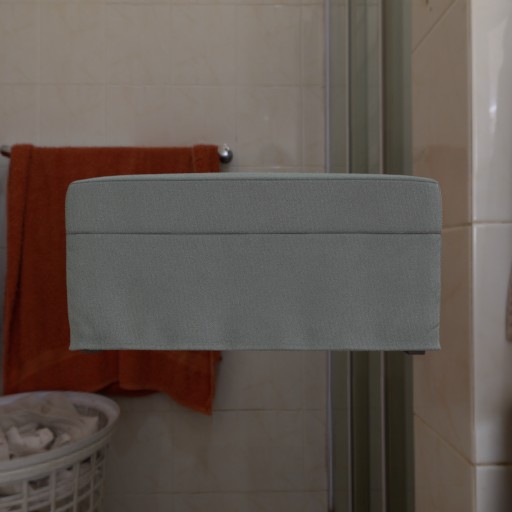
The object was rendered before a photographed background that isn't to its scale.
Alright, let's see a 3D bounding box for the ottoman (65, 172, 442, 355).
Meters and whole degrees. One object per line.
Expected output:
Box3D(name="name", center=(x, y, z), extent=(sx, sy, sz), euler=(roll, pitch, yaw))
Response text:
Box3D(name="ottoman", center=(0.000, 0.000, 1.366), extent=(0.843, 0.441, 0.842), euler=(0, 0, 1))
